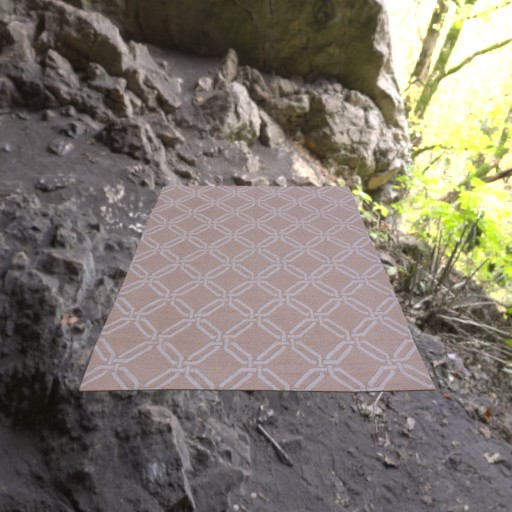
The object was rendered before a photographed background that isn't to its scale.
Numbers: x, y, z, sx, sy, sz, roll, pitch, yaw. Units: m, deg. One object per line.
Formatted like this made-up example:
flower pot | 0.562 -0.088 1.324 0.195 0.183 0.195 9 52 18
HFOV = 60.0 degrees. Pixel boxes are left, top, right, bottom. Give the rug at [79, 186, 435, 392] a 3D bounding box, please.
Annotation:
rug | 0.000 0.000 4.402 2.452 0.020 3.365 0 33 0
